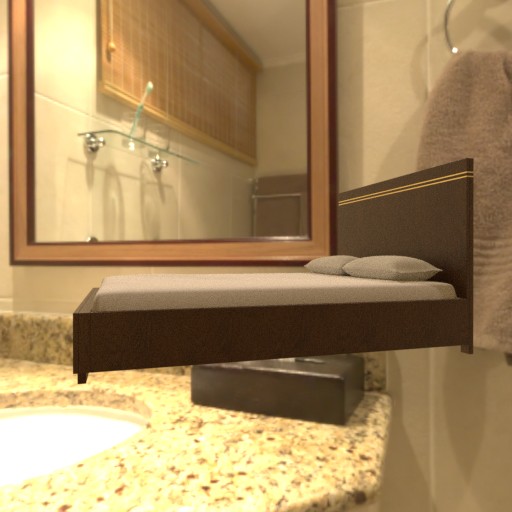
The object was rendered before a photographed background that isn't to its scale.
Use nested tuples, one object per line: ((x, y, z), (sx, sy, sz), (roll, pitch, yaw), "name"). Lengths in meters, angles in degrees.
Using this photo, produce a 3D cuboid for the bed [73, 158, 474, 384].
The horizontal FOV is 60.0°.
((0.000, 0.000, 3.089), (2.221, 1.169, 1.613), (0, 0, -17), "bed")
